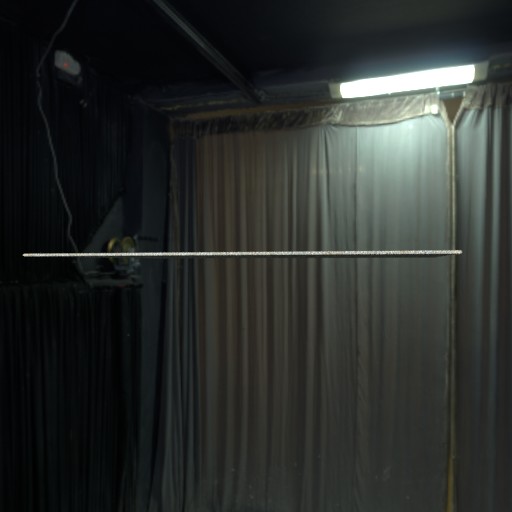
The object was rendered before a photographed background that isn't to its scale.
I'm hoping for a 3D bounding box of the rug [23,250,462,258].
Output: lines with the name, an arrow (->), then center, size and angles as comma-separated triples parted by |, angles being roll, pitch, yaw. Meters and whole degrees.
rug -> 0.000, 0.000, 2.313 | 1.824, 0.010, 1.240 | 0, -1, 19
